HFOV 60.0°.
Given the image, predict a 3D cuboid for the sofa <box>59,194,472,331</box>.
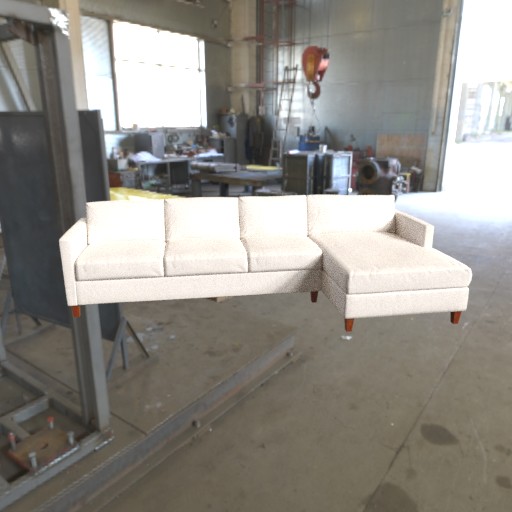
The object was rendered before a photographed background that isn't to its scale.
[{"bbox_3d":[0.000,0.000,4.226,3.471,0.954,1.606,-3,17,-8],"label":"sofa"}]
